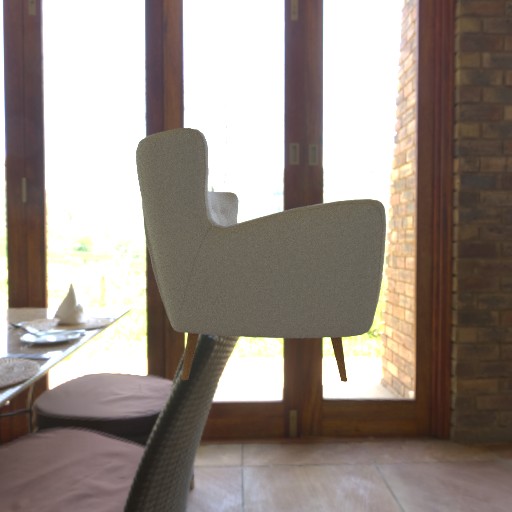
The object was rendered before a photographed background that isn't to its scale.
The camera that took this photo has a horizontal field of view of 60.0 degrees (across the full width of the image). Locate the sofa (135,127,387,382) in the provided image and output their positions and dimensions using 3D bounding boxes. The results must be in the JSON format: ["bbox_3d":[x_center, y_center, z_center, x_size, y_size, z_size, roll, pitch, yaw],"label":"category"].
[{"bbox_3d":[0.000,0.000,2.353,0.899,0.890,1.930,0,1,1],"label":"sofa"}]
